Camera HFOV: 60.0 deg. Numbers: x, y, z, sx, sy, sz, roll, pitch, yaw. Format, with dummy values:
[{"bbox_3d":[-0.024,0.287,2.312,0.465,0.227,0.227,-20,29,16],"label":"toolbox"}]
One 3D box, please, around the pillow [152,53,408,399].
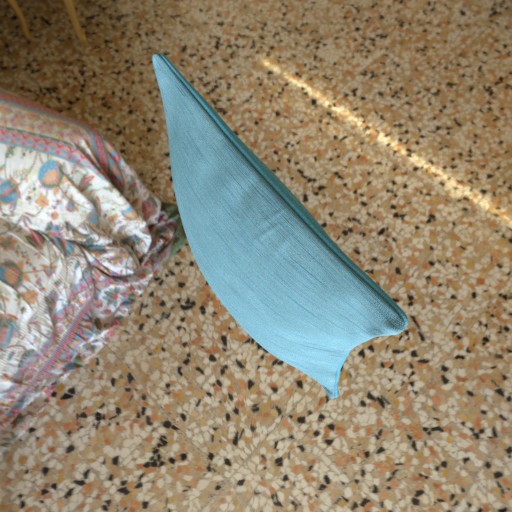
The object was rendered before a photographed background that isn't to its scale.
[{"bbox_3d":[0.000,0.000,0.643,0.151,0.415,0.433,-34,68,-15],"label":"pillow"}]
